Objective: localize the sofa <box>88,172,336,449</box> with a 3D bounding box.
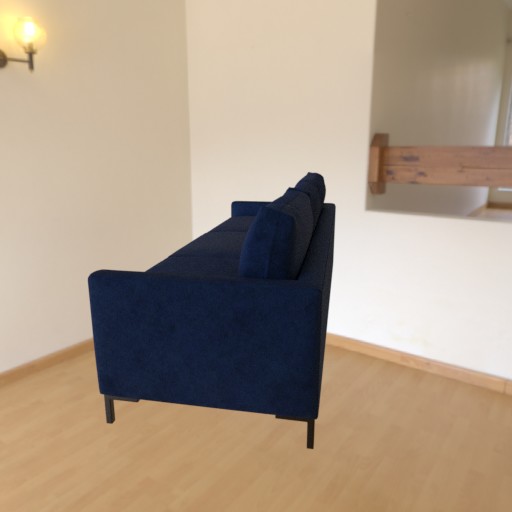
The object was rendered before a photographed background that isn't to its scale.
[{"bbox_3d":[0.000,0.000,2.624,0.875,0.879,2.252,3,14,11],"label":"sofa"}]
